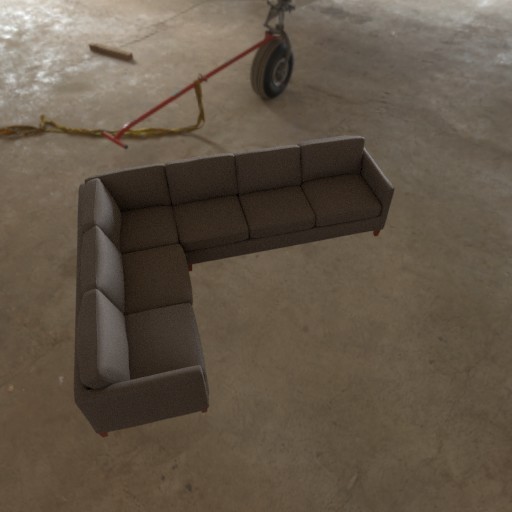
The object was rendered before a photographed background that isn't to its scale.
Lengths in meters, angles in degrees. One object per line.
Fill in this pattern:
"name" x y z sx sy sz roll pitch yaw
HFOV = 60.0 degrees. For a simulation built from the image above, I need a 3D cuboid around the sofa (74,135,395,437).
"sofa" 0.000 0.000 4.378 3.302 0.947 2.593 -11 48 -10
